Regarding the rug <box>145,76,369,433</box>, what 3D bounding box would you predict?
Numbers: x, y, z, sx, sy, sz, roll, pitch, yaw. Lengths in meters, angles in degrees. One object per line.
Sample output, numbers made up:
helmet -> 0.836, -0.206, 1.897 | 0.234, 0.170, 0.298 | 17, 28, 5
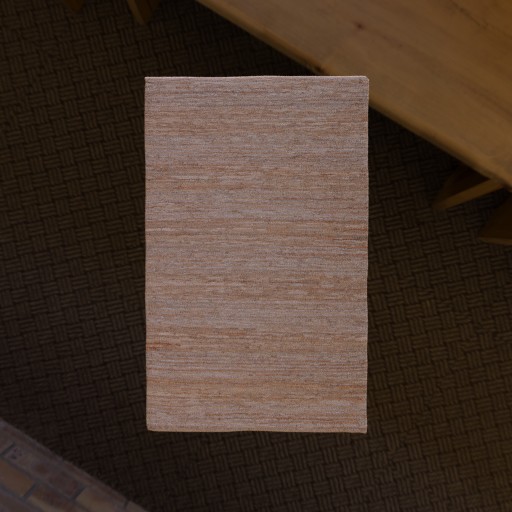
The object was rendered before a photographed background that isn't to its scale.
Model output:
rug -> 0.000, 0.000, 3.041 | 1.529, 0.009, 2.446 | 0, 91, 1
